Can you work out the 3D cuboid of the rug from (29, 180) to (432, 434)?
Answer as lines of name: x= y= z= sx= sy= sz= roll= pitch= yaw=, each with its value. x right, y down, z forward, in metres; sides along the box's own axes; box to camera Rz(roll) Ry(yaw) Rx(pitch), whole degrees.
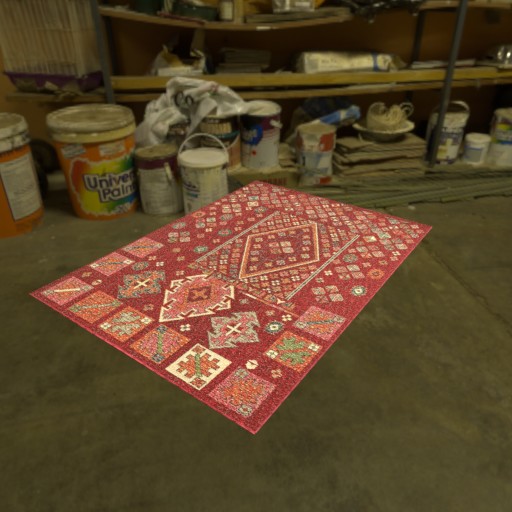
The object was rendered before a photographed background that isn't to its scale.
rug: x=0.000 y=0.000 z=2.856 sx=1.579 sy=0.007 sz=2.184 roll=20 pitch=36 yaw=30
